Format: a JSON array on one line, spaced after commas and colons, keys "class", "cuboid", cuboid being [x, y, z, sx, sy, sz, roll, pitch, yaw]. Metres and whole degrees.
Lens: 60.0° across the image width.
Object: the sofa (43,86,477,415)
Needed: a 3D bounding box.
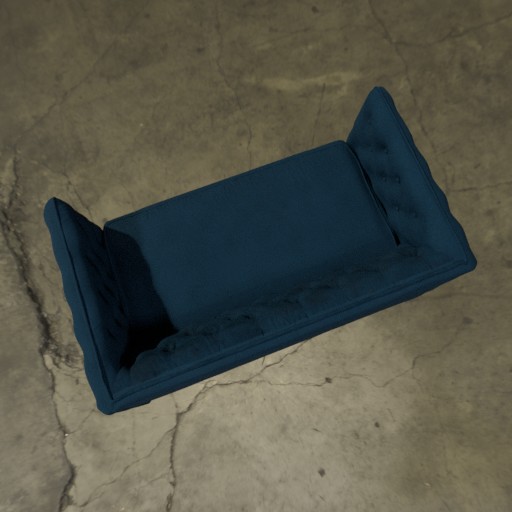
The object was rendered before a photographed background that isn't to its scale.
[{"class": "sofa", "cuboid": [0.000, 0.000, 2.124, 1.583, 0.810, 0.909, -20, 76, -5]}]
